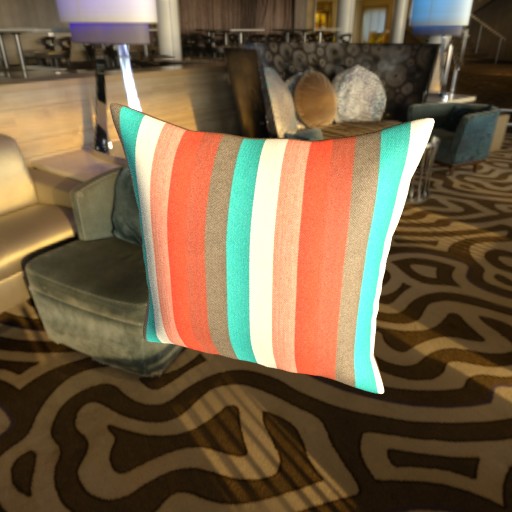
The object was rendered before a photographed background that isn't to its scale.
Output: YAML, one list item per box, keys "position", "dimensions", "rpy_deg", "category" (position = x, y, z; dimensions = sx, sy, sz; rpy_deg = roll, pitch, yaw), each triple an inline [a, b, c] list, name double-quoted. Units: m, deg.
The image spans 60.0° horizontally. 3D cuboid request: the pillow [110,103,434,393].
- position: [0.000, 0.000, 0.696]
  dimensions: [0.453, 0.443, 0.168]
  rpy_deg: [8, 28, 16]
  category: "pillow"
